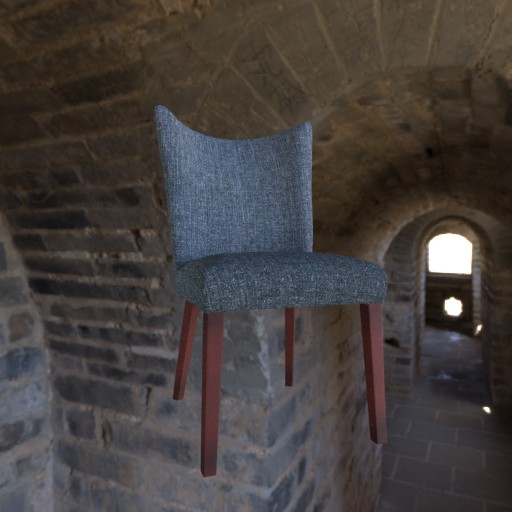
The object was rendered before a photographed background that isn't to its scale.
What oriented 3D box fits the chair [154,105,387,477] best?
[{"bbox_3d":[0.000,0.000,1.300,0.535,0.924,0.623,-1,2,-21],"label":"chair"}]
